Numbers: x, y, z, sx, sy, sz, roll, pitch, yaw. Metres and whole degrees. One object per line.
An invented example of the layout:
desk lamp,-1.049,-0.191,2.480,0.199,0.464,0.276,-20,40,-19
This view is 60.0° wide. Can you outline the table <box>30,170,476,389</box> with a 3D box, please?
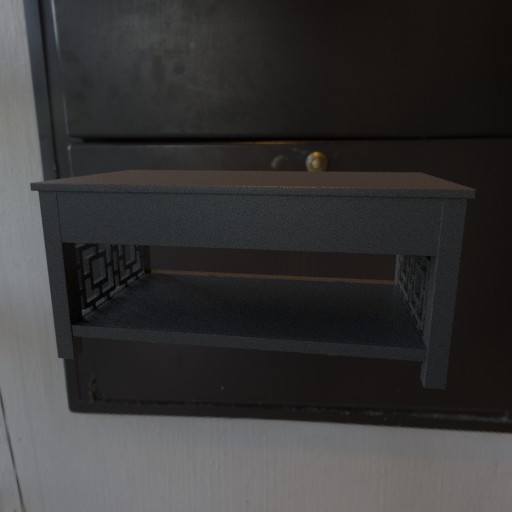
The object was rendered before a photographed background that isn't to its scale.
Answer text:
table,0.000,0.000,1.399,1.068,0.493,0.612,2,14,9
